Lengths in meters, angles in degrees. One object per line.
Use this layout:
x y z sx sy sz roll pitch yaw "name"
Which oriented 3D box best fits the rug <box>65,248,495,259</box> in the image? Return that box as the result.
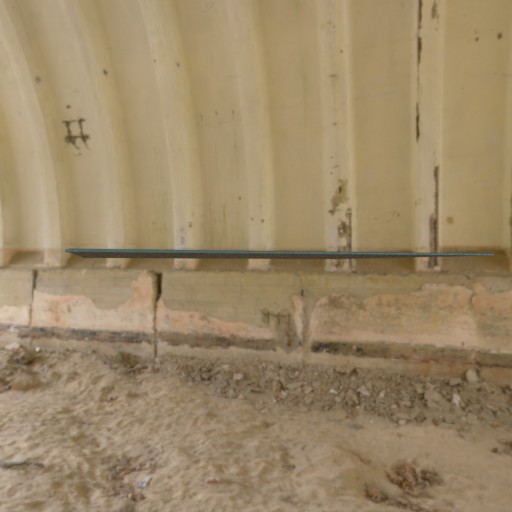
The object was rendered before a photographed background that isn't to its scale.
0.000 0.000 3.934 2.964 0.018 2.350 0 -1 -19 "rug"
